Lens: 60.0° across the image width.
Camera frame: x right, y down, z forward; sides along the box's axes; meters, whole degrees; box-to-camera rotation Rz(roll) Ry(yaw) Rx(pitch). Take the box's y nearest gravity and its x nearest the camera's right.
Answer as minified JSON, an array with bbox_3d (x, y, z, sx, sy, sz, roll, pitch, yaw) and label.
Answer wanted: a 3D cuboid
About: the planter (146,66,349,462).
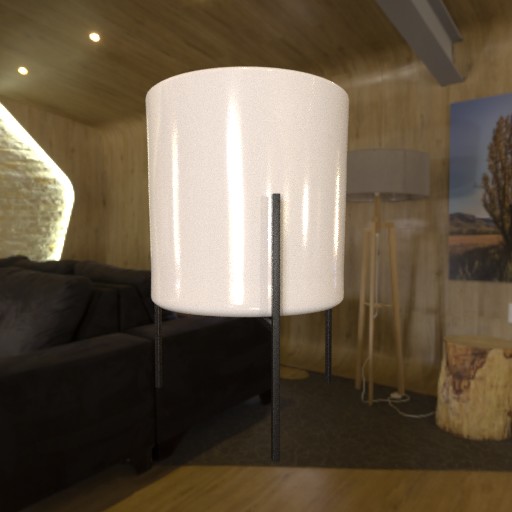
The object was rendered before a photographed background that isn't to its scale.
[{"bbox_3d":[0.000,0.000,0.642,0.308,0.431,0.307,-2,3,-37],"label":"planter"}]
